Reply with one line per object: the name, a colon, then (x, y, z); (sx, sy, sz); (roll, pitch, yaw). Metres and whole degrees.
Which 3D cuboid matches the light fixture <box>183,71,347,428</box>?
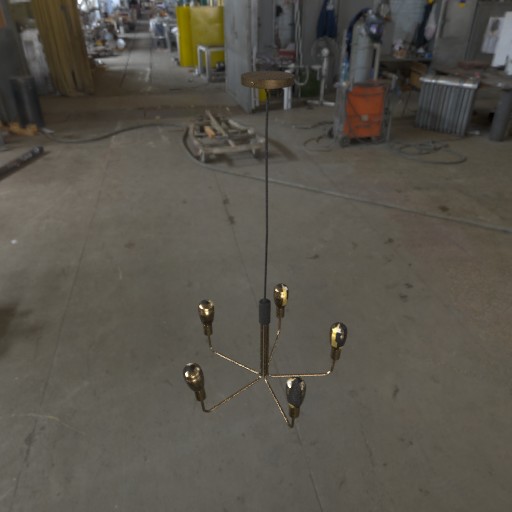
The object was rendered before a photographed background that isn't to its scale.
light fixture: (0.000, 0.000, 1.384); (0.532, 1.059, 0.588); (19, 36, 28)
